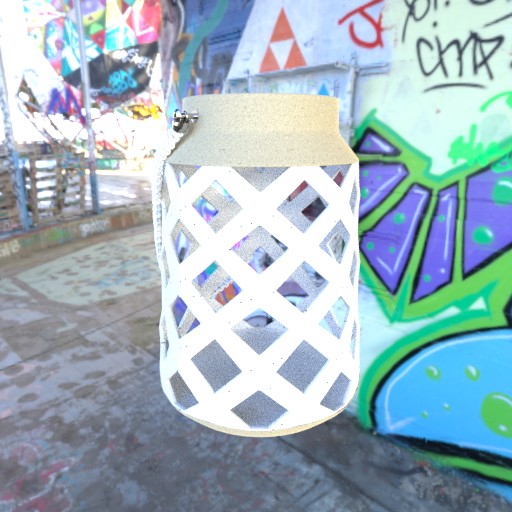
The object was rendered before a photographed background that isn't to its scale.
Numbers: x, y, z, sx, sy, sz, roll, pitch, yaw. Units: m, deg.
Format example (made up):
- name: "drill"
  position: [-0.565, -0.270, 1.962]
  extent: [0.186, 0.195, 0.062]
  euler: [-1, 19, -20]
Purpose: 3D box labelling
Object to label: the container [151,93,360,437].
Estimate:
- name: "container"
  position: [0.000, 0.000, 0.397]
  extent: [0.188, 0.264, 0.198]
  euler: [-15, 21, -42]
